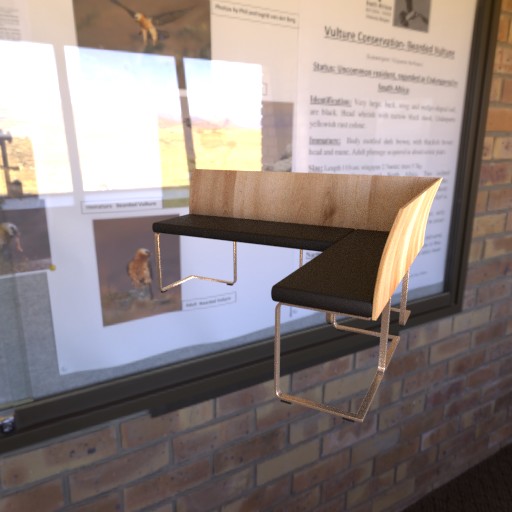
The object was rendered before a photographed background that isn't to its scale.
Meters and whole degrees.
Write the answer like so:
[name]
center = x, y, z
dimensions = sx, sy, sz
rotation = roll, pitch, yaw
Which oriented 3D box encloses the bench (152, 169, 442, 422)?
[bench]
center = 0.000, 0.000, 2.767
dimensions = 1.945, 0.930, 1.495
rotation = 7, 17, 26
